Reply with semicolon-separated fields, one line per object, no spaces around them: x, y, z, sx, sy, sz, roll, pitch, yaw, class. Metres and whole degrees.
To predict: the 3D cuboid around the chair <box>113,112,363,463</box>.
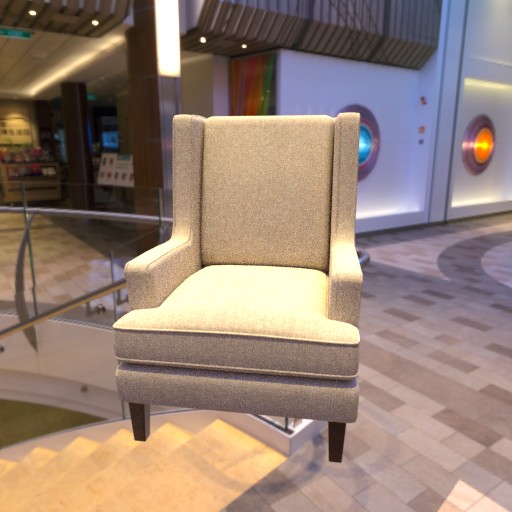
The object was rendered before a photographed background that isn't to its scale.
0.000;0.000;1.706;0.764;1.082;0.948;2;14;9;chair
